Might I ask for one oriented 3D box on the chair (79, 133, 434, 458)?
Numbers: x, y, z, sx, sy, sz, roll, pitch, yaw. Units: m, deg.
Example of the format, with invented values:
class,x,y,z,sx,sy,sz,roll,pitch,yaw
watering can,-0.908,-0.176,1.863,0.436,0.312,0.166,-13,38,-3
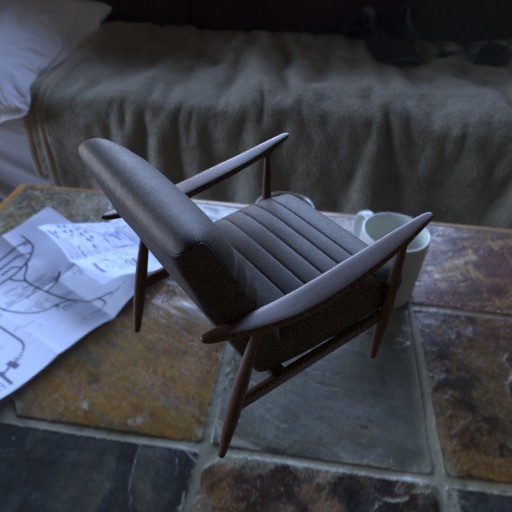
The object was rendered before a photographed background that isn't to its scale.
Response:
class,x,y,z,sx,sy,sz,roll,pitch,yaw
chair,0.000,0.000,1.443,0.798,0.831,0.741,-26,47,-27
